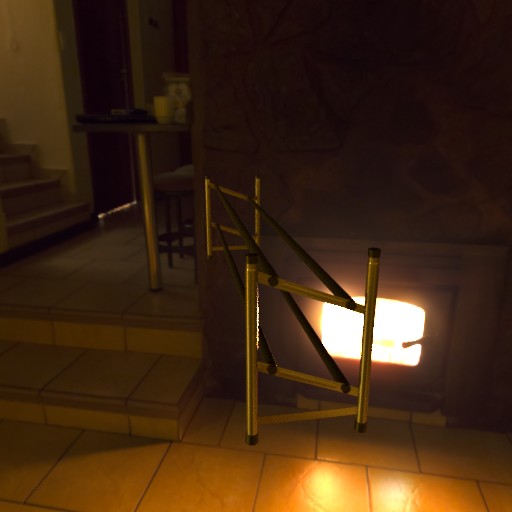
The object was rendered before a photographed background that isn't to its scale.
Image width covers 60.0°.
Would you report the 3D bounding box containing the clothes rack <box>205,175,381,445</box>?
[{"bbox_3d":[0.000,0.000,1.302,0.229,0.349,1.168,-3,17,-9],"label":"clothes rack"}]
